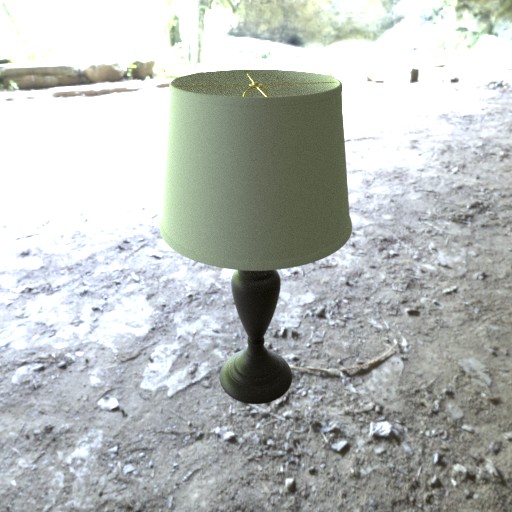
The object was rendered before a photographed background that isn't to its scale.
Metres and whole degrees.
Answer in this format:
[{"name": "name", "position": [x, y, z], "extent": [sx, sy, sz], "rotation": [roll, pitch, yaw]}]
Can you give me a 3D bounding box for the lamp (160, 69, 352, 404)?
[{"name": "lamp", "position": [0.000, 0.000, 0.822], "extent": [0.335, 0.611, 0.335], "rotation": [0, 30, 0]}]
